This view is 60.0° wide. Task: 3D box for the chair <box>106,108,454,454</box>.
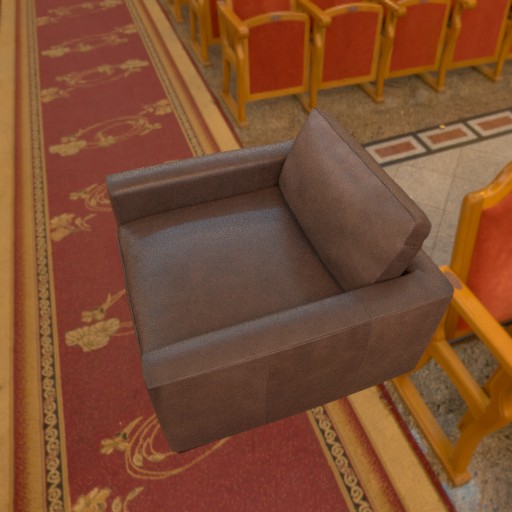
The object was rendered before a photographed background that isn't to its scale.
[{"bbox_3d":[0.000,0.000,1.814,1.069,0.812,1.100,-14,49,-13],"label":"chair"}]
